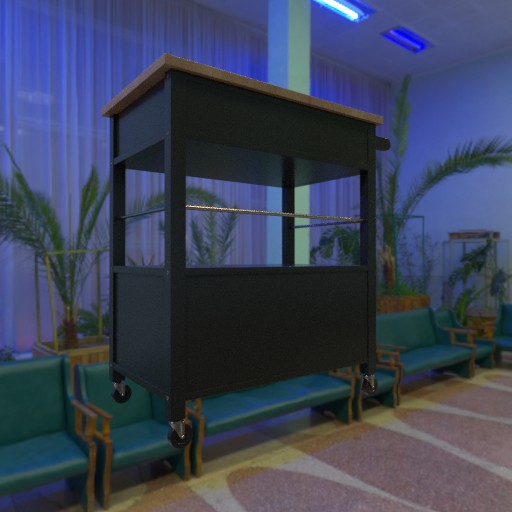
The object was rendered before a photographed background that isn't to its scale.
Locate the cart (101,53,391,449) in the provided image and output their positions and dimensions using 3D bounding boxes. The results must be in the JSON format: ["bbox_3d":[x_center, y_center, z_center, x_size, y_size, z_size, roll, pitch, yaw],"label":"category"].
[{"bbox_3d":[0.000,0.000,1.417,0.840,0.901,0.459,0,0,-36],"label":"cart"}]
